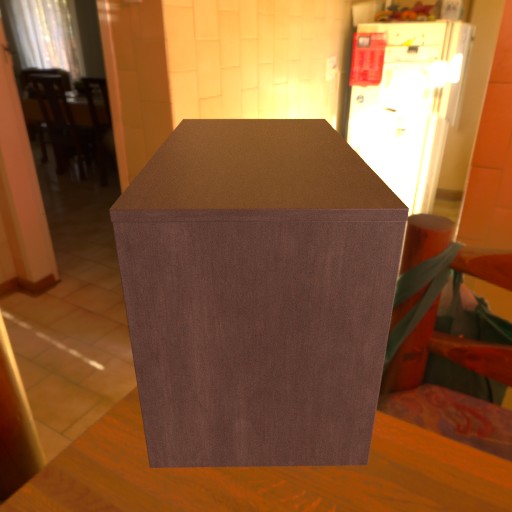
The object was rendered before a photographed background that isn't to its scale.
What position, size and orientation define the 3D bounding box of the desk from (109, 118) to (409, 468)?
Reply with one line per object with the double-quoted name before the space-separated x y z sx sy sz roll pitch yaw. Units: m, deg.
"desk" 0.000 0.000 1.542 0.600 0.750 1.100 0 26 -1
